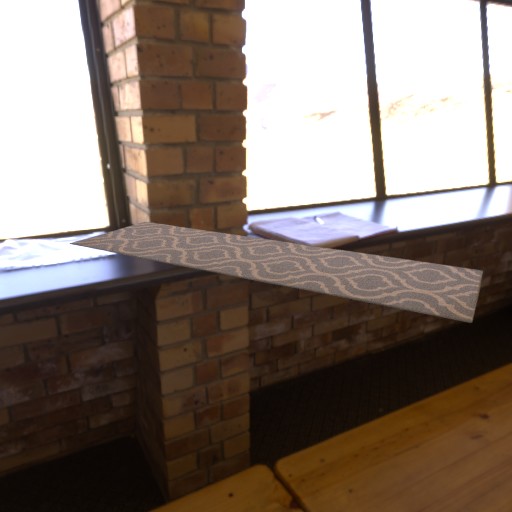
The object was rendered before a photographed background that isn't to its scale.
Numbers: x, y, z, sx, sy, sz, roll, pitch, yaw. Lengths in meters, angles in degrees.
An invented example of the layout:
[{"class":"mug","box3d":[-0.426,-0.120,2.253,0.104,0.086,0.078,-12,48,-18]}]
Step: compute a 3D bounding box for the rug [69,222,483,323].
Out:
[{"class":"rug","box3d":[0.000,0.000,2.504,2.275,0.009,0.684,9,20,28]}]
